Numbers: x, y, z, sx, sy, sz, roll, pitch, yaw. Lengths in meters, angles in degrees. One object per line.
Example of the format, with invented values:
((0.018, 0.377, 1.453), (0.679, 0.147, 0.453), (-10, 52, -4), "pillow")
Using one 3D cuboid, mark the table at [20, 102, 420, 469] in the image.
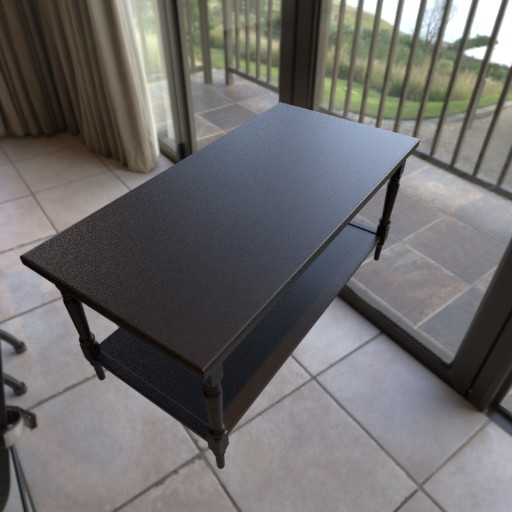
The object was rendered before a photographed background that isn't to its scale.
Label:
((0.000, 0.000, 1.402), (0.550, 0.510, 1.107), (24, 46, 26), "table")
